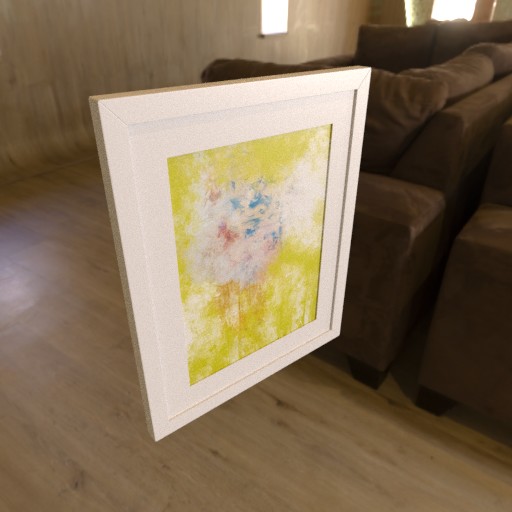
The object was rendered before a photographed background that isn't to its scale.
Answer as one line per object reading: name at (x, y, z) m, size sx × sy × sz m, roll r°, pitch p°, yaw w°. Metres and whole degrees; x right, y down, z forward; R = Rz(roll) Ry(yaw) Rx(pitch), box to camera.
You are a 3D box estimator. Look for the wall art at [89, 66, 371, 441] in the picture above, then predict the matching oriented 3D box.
wall art at (0.000, 0.000, 0.743) m, size 0.454 × 0.556 × 0.028 m, roll -21°, pitch 36°, yaw -32°
